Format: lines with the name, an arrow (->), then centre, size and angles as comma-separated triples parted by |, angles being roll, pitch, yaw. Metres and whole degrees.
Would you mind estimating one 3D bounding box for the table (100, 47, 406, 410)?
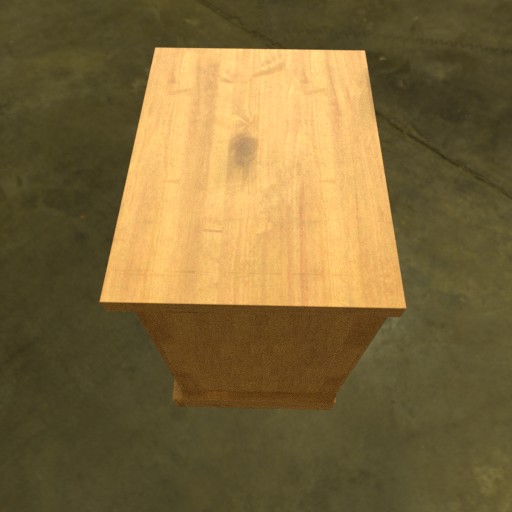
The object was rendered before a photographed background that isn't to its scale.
table -> 0.000, 0.000, 1.233 | 0.500, 0.813, 0.660 | 1, 60, 1
